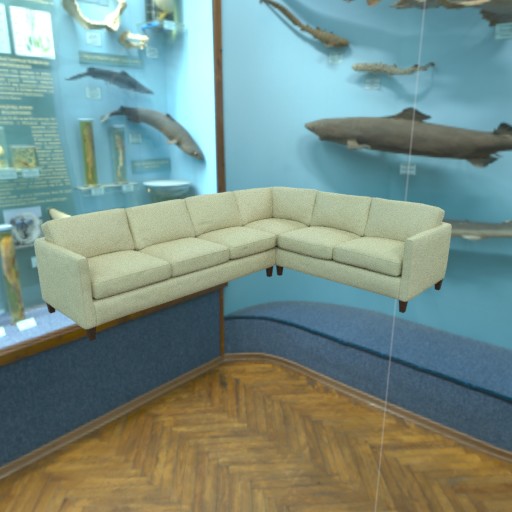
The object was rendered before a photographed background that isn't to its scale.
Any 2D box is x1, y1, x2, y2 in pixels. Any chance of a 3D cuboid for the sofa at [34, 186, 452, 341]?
[{"bbox_3d":[0.000,0.000,4.391,2.593,0.947,3.302,15,23,42],"label":"sofa"}]
